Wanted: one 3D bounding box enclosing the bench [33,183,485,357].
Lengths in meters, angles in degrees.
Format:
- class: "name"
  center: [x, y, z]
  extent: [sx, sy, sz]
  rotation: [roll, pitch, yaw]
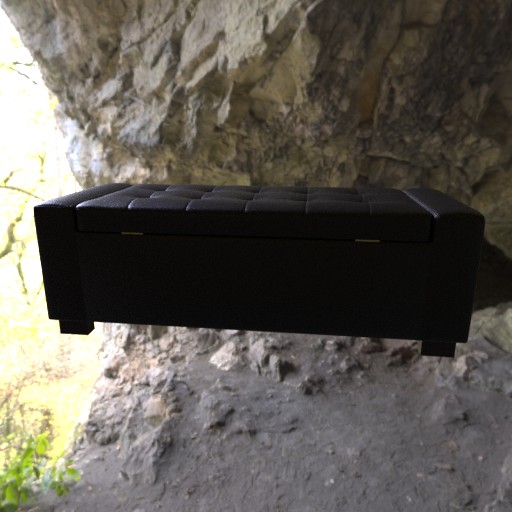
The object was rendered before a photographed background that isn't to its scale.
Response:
- class: "bench"
  center: [0.000, 0.000, 1.539]
  extent: [1.296, 0.445, 0.508]
  rotation: [2, 17, 7]
